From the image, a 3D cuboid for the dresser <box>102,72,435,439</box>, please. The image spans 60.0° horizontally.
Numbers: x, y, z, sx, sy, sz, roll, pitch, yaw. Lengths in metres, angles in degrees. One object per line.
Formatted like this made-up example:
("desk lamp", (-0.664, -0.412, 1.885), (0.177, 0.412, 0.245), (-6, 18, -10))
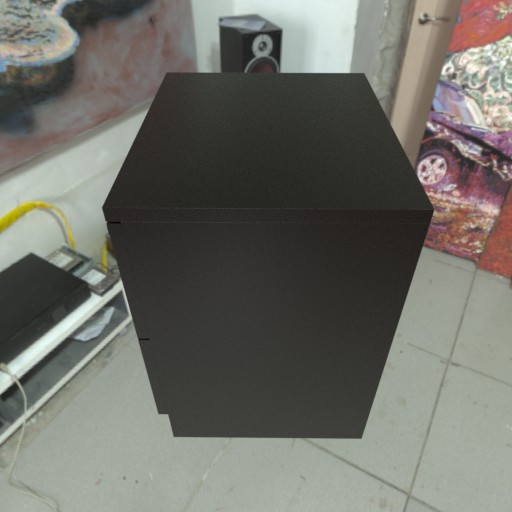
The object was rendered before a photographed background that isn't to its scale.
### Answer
("dresser", (0.000, 0.000, 0.748), (0.360, 0.470, 0.400), (0, 41, 0))
